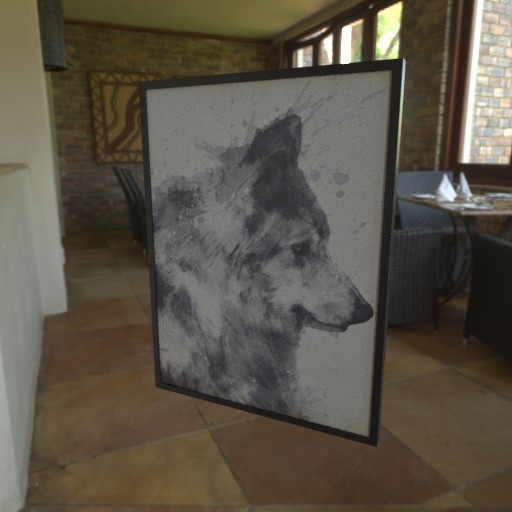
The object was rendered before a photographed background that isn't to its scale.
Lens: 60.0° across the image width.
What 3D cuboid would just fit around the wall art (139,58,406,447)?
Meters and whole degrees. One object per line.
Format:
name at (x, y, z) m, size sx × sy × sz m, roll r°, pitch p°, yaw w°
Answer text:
wall art at (0.000, 0.000, 1.367) m, size 0.804 × 1.061 × 0.039 m, roll 6°, pitch 14°, yaw 25°
